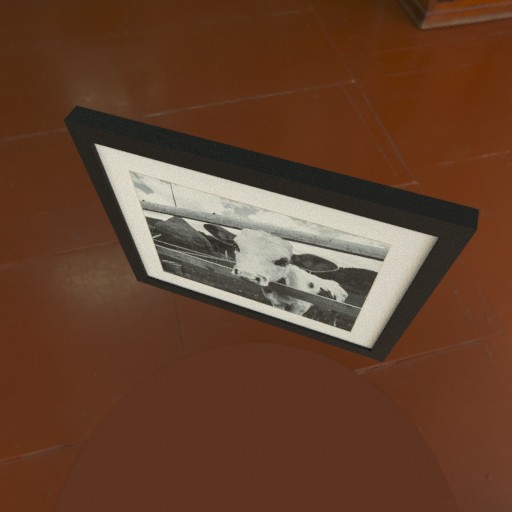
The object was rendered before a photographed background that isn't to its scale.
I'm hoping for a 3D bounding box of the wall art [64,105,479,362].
[{"bbox_3d":[0.000,0.000,0.554,0.404,0.329,0.024,17,59,11],"label":"wall art"}]
